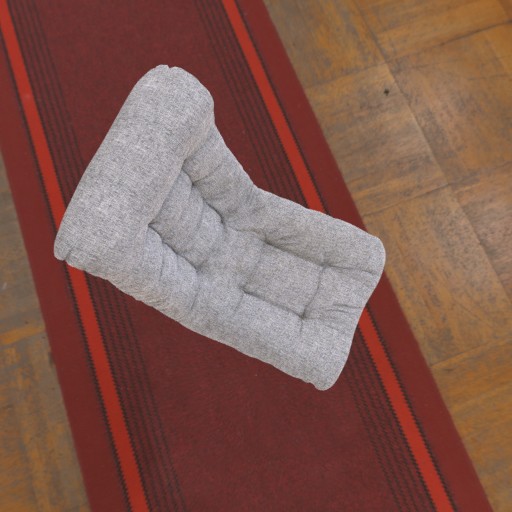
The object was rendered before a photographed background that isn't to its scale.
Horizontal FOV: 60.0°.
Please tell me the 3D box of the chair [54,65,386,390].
[{"bbox_3d":[0.000,0.000,0.976,0.583,0.600,0.400,24,76,6],"label":"chair"}]
